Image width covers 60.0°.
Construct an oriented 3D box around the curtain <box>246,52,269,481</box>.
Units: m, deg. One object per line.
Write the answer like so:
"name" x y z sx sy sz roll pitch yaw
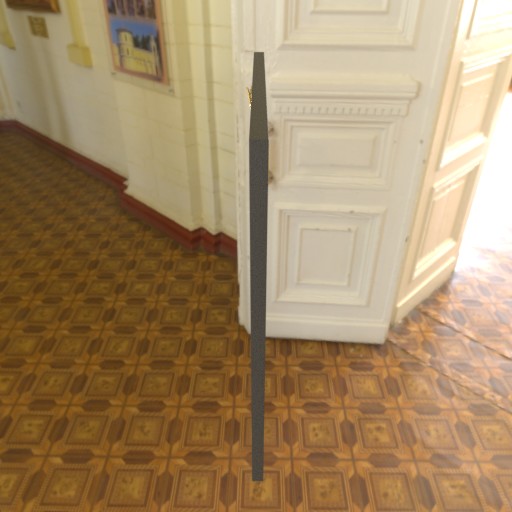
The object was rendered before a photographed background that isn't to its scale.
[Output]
"curtain" 0.000 0.000 0.781 0.027 0.585 0.483 0 34 0
